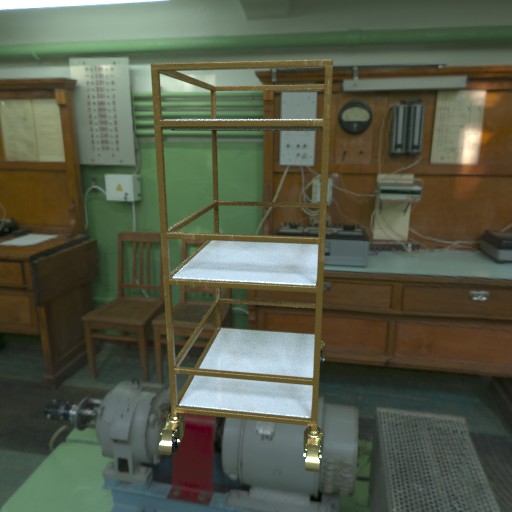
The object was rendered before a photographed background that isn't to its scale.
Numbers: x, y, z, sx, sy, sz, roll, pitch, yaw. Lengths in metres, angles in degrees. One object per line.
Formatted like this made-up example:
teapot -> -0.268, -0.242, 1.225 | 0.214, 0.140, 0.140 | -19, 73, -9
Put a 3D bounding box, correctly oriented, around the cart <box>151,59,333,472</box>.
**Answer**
cart -> 0.000, 0.000, 0.998 | 0.332, 0.761, 0.483 | 2, 16, 9
